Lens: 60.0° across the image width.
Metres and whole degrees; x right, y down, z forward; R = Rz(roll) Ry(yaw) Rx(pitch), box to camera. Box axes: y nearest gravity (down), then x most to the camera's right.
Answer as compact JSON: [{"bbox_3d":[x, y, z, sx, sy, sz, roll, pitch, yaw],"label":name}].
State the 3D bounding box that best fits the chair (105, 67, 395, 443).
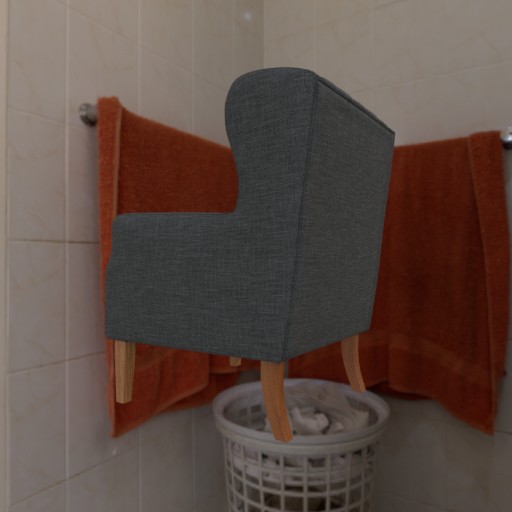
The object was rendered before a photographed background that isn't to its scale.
[{"bbox_3d":[0.000,0.000,1.517,0.775,0.953,0.711,0,0,35],"label":"chair"}]
